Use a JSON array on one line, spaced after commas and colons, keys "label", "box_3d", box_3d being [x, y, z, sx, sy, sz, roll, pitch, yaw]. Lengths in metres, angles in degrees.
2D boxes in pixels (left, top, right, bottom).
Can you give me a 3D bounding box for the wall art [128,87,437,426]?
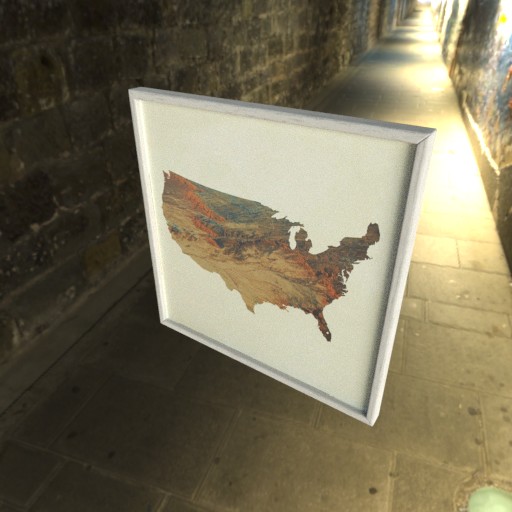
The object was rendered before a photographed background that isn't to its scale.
[{"label": "wall art", "box_3d": [0.000, 0.000, 1.962, 1.287, 1.288, 0.078, 19, 35, 29]}]
